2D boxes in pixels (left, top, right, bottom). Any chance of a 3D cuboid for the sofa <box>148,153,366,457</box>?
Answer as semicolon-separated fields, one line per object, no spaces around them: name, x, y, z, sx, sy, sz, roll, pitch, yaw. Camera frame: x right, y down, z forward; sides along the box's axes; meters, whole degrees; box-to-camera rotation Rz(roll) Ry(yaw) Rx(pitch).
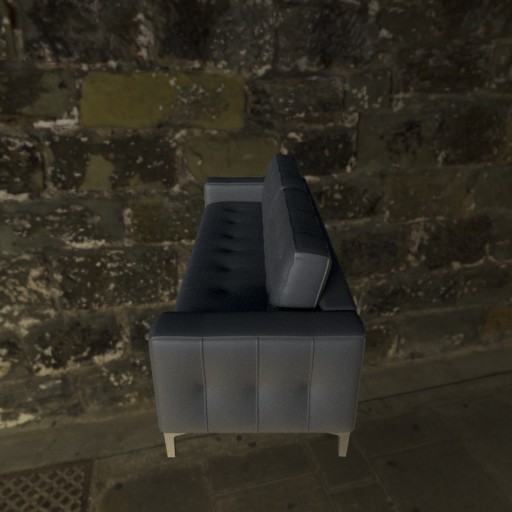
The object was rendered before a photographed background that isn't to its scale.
sofa;0.000;0.000;2.722;0.833;0.893;2.275;0;25;0
